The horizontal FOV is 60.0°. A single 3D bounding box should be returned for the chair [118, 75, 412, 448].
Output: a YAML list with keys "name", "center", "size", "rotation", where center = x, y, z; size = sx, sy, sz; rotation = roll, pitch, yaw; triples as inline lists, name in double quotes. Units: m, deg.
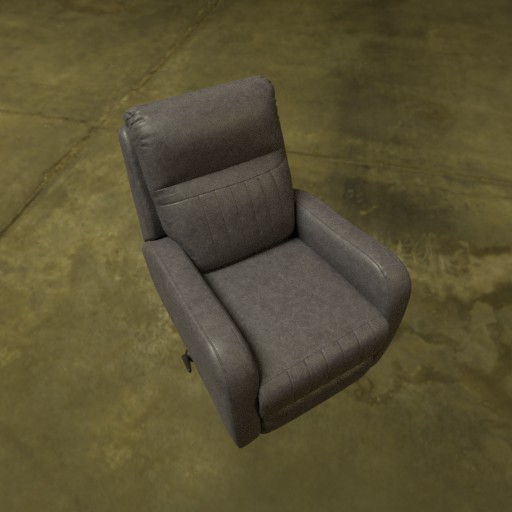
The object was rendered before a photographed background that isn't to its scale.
- name: "chair"
  center: [0.000, 0.000, 1.829]
  size: [0.865, 1.067, 1.067]
  rotation: [-23, 50, -21]
